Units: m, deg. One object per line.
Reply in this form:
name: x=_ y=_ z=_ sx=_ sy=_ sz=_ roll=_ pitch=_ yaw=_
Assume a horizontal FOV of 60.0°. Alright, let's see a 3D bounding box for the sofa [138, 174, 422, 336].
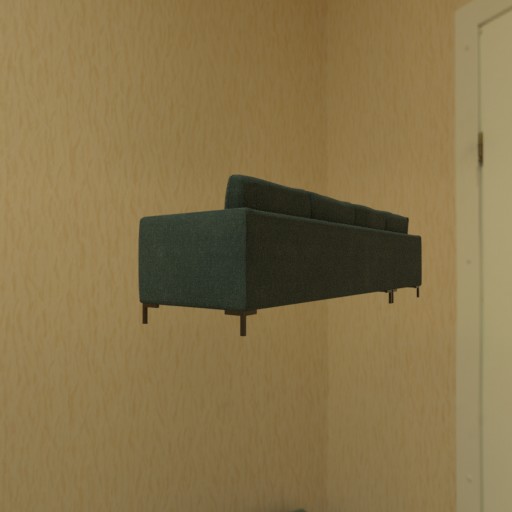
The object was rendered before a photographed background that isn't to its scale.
sofa: x=0.000 y=0.000 z=3.858 sx=2.007 sy=0.815 sz=2.949 roll=-1 pitch=-1 yaw=36
